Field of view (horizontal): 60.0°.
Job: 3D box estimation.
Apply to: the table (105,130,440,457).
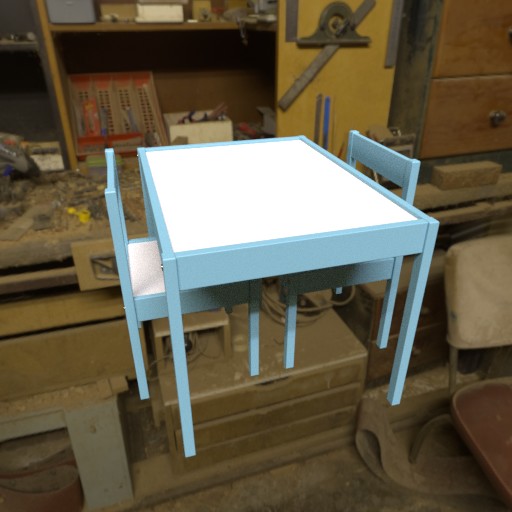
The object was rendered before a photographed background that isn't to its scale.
[{"bbox_3d":[0.000,0.000,1.084,0.633,0.503,0.639,-8,30,-14],"label":"table"}]
